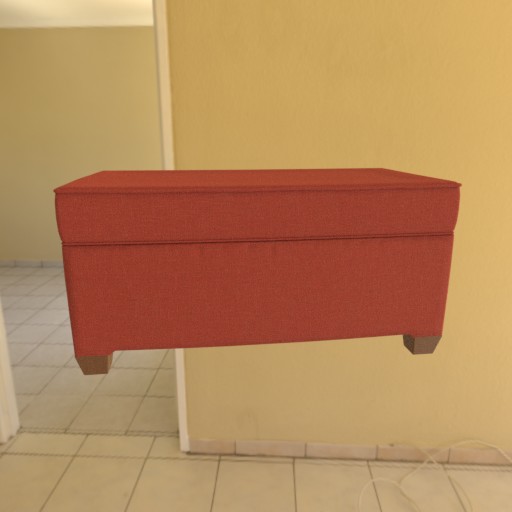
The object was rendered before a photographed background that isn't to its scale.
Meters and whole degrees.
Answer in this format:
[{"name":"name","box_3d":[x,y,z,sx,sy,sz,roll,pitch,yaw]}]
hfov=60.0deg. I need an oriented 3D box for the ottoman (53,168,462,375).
[{"name":"ottoman","box_3d":[0.000,0.000,1.264,0.948,0.454,0.497,-2,15,-7]}]
